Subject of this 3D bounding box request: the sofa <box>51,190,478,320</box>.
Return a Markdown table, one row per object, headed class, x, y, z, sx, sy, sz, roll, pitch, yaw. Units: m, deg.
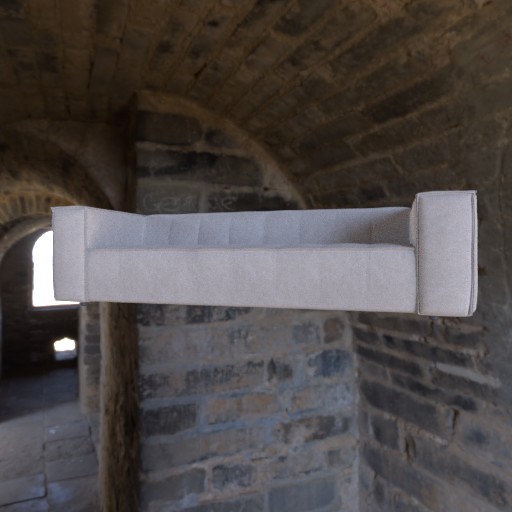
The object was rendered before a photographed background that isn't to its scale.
| class | x | y | z | sx | sy | sz | roll | pitch | yaw |
| --- | --- | --- | --- | --- | --- | --- | --- | --- | --- |
| sofa | 0.000 | 0.000 | 3.098 | 2.697 | 0.680 | 1.038 | 0 | 0 | 17 |
